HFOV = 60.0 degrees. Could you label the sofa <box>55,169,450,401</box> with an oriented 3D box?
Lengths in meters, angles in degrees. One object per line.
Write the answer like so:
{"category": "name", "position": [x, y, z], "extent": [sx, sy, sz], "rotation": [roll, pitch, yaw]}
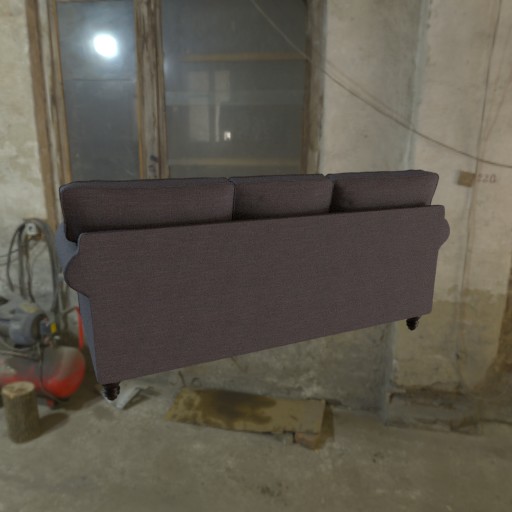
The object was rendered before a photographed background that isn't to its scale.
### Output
{"category": "sofa", "position": [0.000, 0.000, 2.553], "extent": [2.084, 0.966, 0.909], "rotation": [-7, 16, -25]}
